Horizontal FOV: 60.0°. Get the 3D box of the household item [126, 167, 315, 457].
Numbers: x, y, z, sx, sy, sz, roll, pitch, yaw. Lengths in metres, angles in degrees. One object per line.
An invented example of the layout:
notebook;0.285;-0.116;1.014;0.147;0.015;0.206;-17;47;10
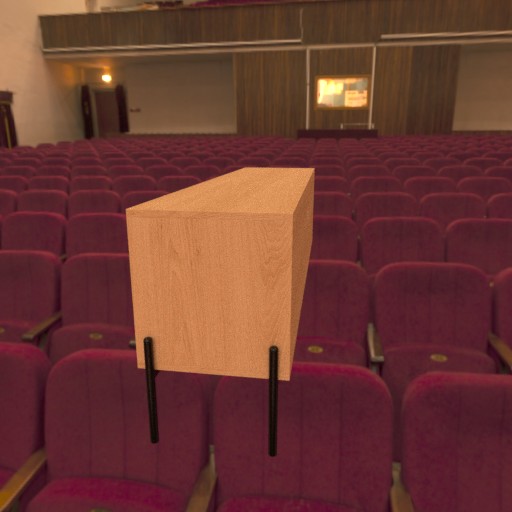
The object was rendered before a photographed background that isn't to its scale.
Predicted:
household item;0.000;0.000;1.775;0.400;0.600;1.550;2;15;9
